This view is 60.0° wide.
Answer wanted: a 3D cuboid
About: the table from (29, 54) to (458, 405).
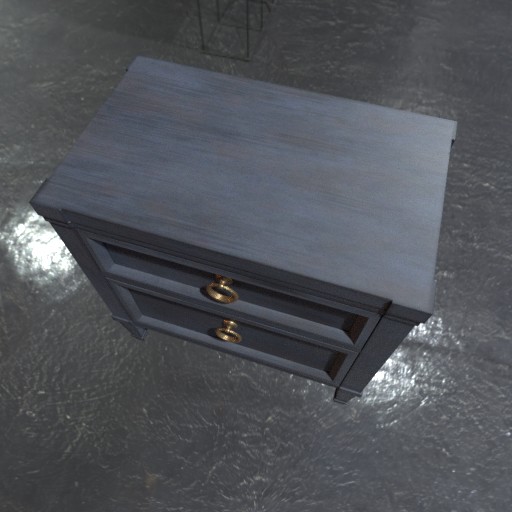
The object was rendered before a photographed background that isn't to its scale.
[{"bbox_3d":[0.000,0.000,1.062,0.660,0.660,0.413,15,60,9],"label":"table"}]
